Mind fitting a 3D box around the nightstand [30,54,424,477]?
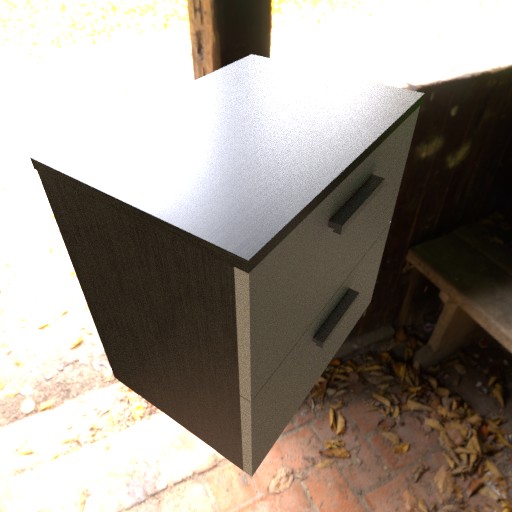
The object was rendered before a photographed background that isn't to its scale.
[{"bbox_3d":[0.000,0.000,0.726,0.325,0.460,0.441,25,47,25],"label":"nightstand"}]
